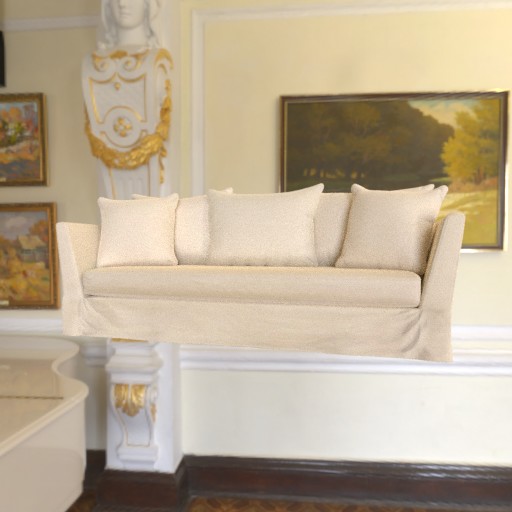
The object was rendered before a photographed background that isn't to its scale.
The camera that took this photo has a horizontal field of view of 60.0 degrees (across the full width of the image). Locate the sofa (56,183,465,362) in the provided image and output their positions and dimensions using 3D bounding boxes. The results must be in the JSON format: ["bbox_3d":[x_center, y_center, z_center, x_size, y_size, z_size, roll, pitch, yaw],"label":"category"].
[{"bbox_3d":[0.000,0.000,3.036,2.484,1.042,1.030,0,1,18],"label":"sofa"}]
